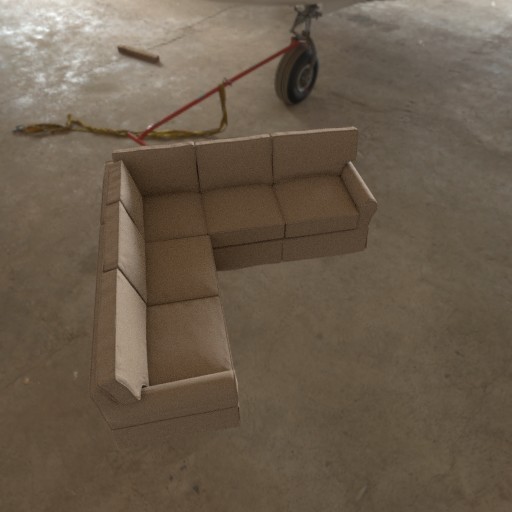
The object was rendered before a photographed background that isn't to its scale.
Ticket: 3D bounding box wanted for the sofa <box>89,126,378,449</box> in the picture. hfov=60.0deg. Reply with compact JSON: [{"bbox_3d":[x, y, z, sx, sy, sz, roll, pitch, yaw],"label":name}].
[{"bbox_3d":[0.000,0.000,4.165,2.733,1.124,2.730,-8,47,-8],"label":"sofa"}]
